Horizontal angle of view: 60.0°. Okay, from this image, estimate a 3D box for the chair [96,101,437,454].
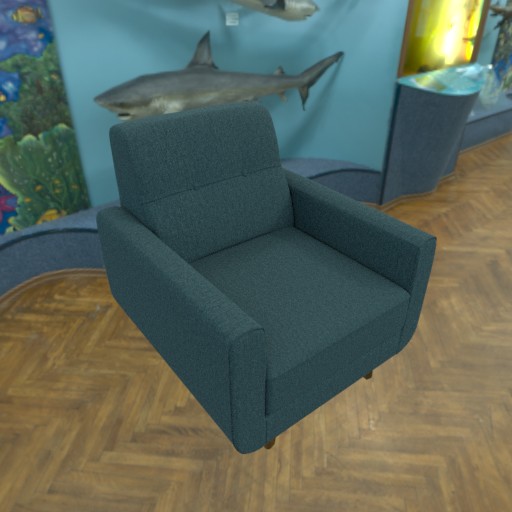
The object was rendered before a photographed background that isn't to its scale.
[{"bbox_3d":[0.000,0.000,1.682,0.880,0.940,0.964,-22,38,-31],"label":"chair"}]
